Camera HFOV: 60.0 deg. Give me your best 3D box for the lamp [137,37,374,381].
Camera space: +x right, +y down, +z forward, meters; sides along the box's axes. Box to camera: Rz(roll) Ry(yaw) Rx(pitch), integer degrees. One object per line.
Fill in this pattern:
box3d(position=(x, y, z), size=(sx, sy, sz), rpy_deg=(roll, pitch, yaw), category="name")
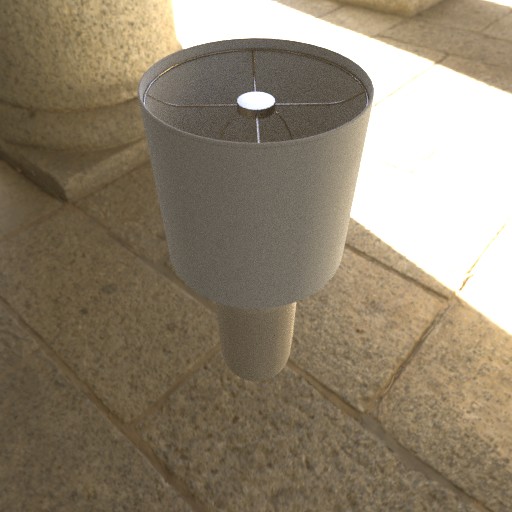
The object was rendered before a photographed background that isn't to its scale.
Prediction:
box3d(position=(0.000, 0.000, 0.589), size=(0.220, 0.475, 0.220), rpy_deg=(9, 46, 8), category="lamp")
